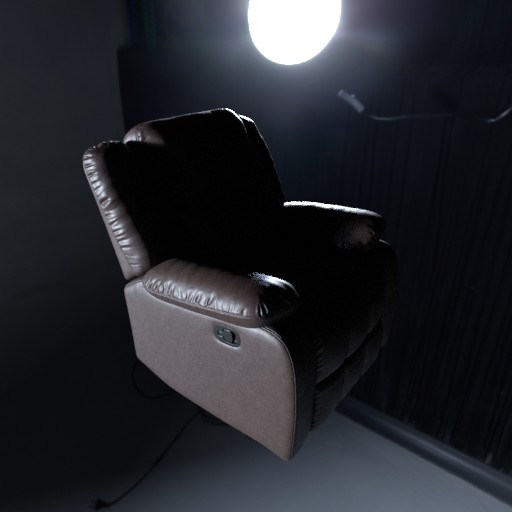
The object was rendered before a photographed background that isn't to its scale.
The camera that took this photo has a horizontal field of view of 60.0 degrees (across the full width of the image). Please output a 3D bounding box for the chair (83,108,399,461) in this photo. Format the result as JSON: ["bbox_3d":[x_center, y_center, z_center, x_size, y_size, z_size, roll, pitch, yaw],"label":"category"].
[{"bbox_3d":[0.000,0.000,1.726,0.934,1.009,0.899,19,32,33],"label":"chair"}]
